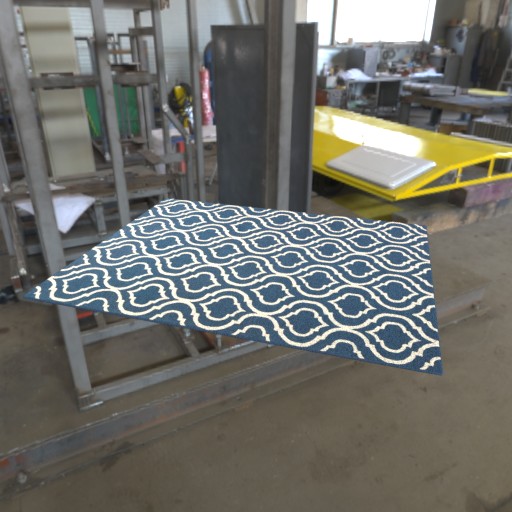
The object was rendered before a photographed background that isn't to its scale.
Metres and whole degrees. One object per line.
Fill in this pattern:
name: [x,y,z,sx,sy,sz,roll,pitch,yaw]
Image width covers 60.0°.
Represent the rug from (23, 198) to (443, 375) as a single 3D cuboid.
rug: [0.000,0.000,3.834,2.881,0.020,2.270,8,27,15]
